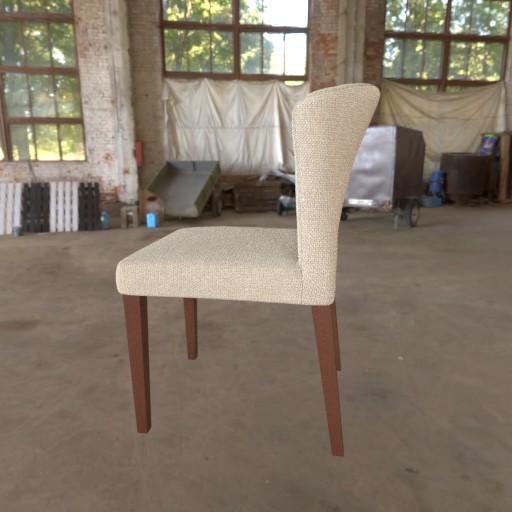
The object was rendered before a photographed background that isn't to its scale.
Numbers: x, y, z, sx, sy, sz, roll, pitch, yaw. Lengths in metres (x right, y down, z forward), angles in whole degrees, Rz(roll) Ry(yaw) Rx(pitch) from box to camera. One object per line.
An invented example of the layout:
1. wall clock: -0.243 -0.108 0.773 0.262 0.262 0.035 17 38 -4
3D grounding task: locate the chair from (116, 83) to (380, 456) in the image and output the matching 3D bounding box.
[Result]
1. chair: 0.000 0.000 1.185 0.589 0.839 0.491 2 14 9
